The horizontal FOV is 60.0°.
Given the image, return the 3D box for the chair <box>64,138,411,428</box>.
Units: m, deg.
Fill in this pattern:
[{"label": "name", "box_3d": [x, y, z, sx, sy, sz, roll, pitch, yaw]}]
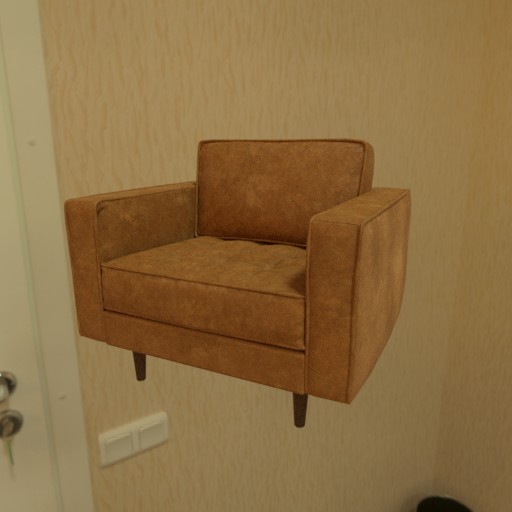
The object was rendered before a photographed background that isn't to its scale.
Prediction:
[{"label": "chair", "box_3d": [0.000, 0.000, 1.495, 0.928, 0.767, 0.798, 7, 16, 25]}]
